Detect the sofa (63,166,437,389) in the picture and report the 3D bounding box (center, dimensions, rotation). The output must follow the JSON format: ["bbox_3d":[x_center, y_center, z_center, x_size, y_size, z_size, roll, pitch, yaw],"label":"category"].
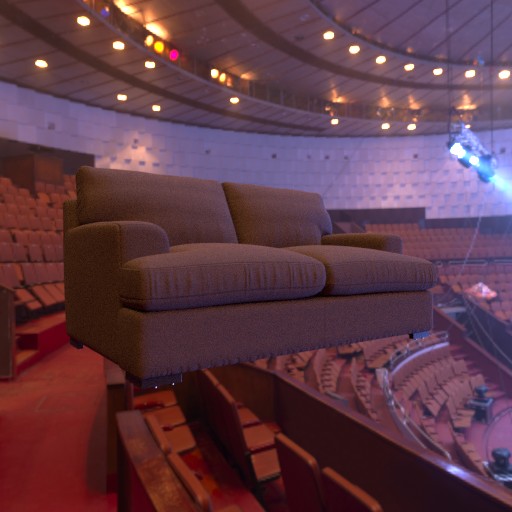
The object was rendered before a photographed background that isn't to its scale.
[{"bbox_3d":[0.000,0.000,2.495,1.869,0.950,1.140,0,0,-36],"label":"sofa"}]
